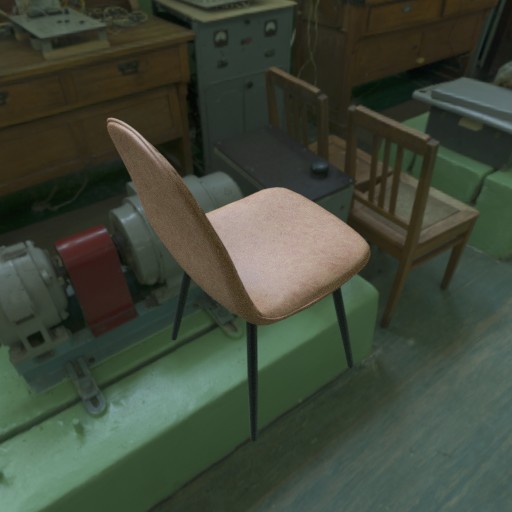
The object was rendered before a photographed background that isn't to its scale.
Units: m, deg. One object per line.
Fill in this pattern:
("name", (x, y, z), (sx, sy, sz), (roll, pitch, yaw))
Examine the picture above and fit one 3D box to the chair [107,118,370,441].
("chair", (0.000, 0.000, 1.192), (0.561, 0.889, 0.472), (-27, 49, -27))
